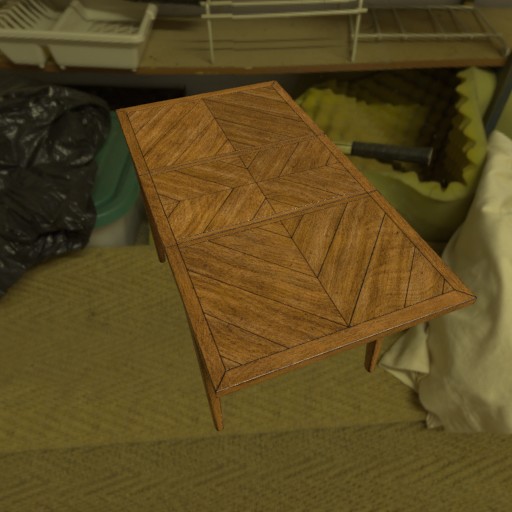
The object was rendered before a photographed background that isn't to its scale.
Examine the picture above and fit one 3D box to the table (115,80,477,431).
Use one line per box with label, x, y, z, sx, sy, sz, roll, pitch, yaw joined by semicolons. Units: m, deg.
table;0.000;0.000;1.847;0.757;0.760;1.400;-16;49;-15
